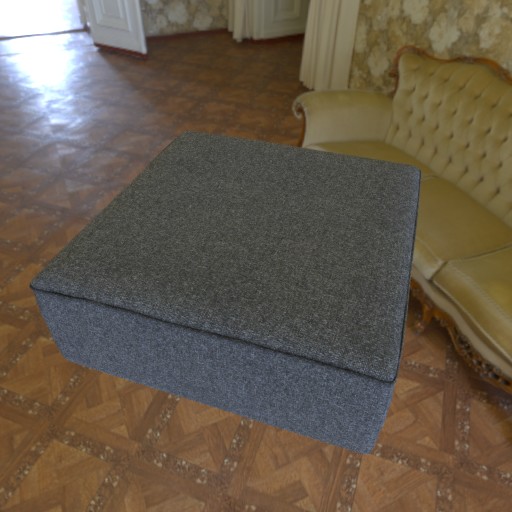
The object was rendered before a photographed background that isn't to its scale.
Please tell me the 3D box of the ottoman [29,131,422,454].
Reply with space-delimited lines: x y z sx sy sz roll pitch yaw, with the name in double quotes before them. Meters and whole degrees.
"ottoman" 0.000 0.000 1.561 1.017 0.423 1.021 13 43 14
